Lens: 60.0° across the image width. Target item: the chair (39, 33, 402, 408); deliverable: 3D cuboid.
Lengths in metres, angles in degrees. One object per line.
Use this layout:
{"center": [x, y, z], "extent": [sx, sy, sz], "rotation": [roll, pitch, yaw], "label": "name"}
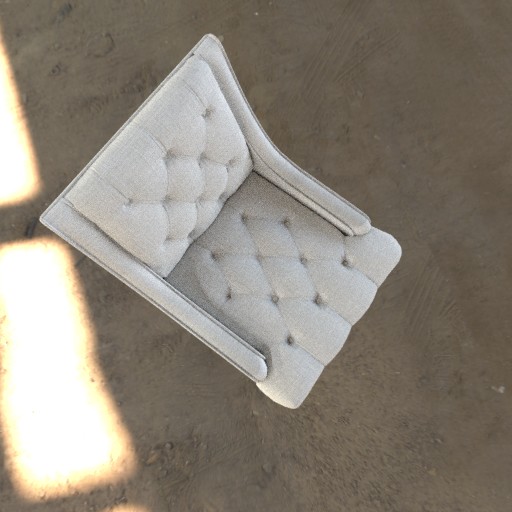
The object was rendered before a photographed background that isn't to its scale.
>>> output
{"center": [0.000, 0.000, 1.427], "extent": [0.772, 0.891, 0.658], "rotation": [36, 78, 9], "label": "chair"}
